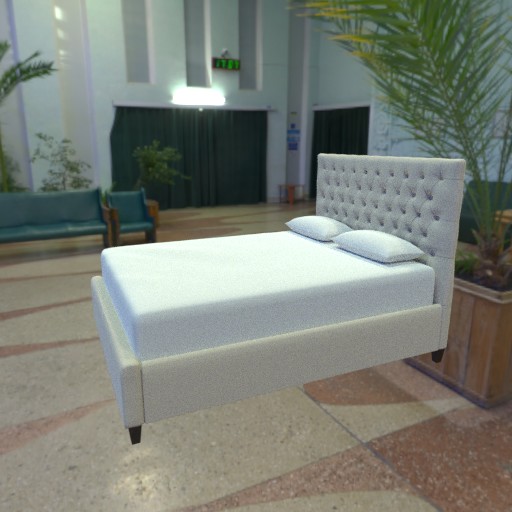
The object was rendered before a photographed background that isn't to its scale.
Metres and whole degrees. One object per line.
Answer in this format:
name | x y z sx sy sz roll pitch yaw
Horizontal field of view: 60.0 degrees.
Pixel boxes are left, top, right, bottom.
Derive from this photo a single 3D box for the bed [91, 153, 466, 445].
bed | 0.000 0.000 3.286 2.233 1.426 1.696 -6 16 -24
